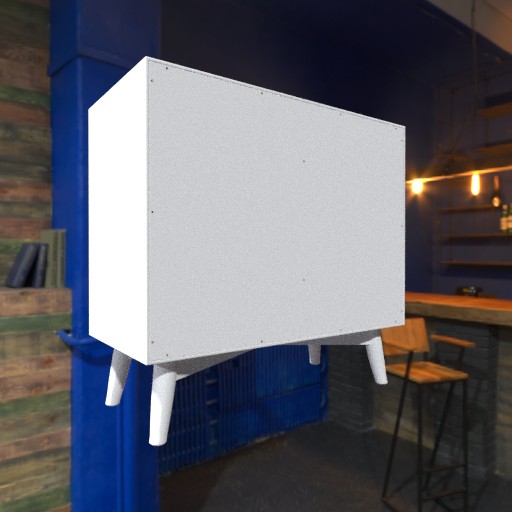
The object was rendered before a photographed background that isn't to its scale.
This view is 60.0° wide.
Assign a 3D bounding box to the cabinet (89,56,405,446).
[{"bbox_3d":[0.000,0.000,1.235,0.800,0.761,0.398,0,1,-36],"label":"cabinet"}]
